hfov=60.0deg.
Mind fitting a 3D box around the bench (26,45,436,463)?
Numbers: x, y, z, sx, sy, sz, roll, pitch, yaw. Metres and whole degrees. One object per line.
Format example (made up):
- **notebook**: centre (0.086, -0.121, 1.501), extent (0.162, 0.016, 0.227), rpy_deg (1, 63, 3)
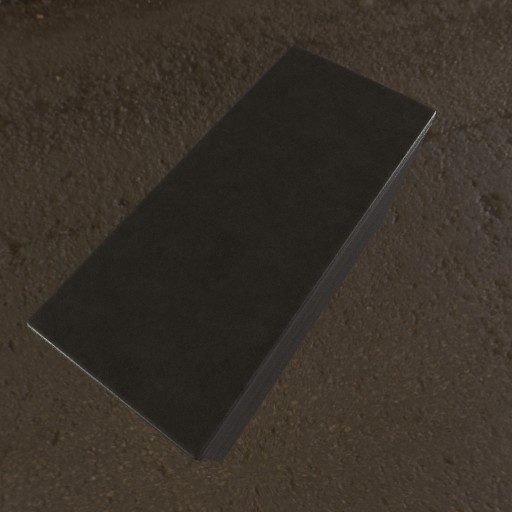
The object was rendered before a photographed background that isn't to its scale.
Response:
- **bench**: centre (0.000, 0.000, 1.136), extent (0.401, 0.501, 0.905), rpy_deg (32, 68, 15)
